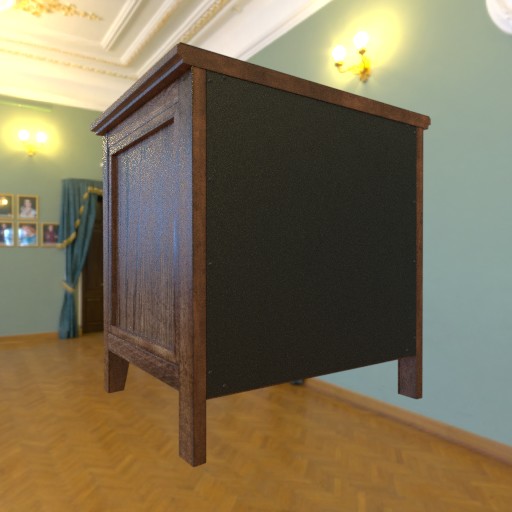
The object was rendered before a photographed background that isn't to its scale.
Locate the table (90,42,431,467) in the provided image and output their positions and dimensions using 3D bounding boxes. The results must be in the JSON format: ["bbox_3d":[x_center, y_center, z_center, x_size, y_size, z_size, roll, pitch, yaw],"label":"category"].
[{"bbox_3d":[0.000,0.000,0.967,0.586,0.597,0.461,0,0,-35],"label":"table"}]
